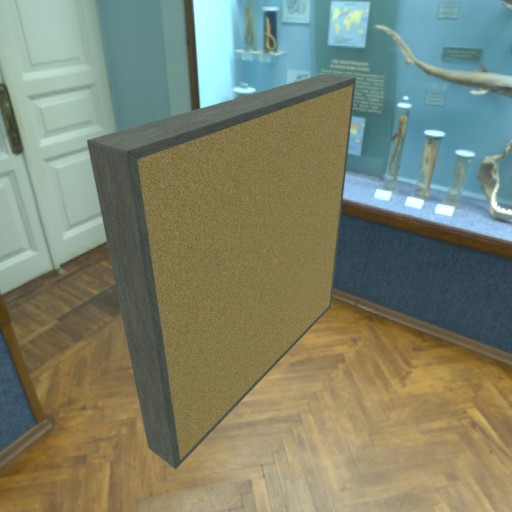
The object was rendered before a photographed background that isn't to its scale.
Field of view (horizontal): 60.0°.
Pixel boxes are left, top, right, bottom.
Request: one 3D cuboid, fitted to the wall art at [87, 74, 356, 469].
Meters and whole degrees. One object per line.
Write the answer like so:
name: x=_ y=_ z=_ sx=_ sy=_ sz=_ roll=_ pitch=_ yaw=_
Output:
wall art: x=0.000 y=0.000 z=0.446 sx=0.038 sy=0.302 sz=0.303 roll=21 pitch=37 yaw=30
